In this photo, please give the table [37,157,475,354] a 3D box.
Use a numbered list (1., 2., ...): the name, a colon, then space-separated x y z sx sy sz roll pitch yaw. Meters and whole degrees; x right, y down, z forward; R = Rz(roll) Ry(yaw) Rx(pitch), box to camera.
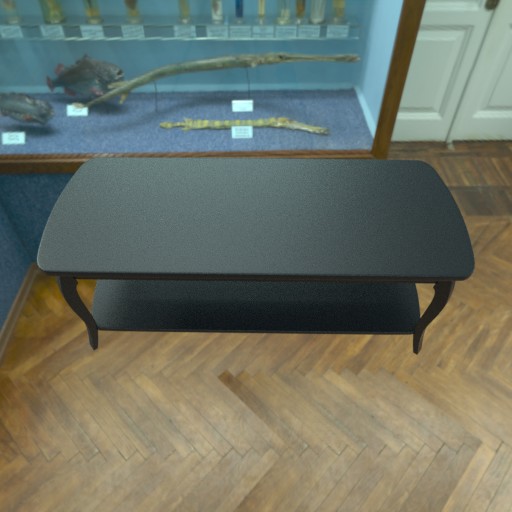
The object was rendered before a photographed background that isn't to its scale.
1. table: 0.000 0.000 1.618 1.333 0.457 0.571 1 47 1
